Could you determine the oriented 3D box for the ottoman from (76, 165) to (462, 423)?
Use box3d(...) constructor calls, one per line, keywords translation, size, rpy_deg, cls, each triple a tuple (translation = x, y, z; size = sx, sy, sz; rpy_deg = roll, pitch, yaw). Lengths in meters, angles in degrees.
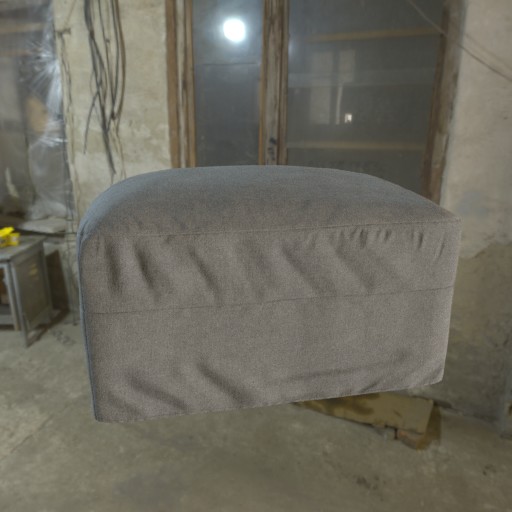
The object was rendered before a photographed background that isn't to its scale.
box3d(translation=(0.000, 0.000, 1.209), size=(0.837, 0.481, 0.683), rpy_deg=(-3, 17, -10), cls="ottoman")
